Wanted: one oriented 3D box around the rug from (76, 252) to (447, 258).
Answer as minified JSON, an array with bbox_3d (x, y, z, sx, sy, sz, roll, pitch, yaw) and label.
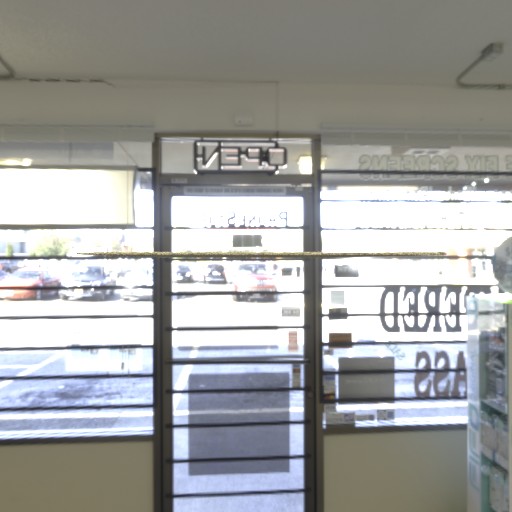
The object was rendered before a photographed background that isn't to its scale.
[{"bbox_3d":[0.000,0.000,3.038,1.530,0.012,2.444,0,0,-1],"label":"rug"}]
